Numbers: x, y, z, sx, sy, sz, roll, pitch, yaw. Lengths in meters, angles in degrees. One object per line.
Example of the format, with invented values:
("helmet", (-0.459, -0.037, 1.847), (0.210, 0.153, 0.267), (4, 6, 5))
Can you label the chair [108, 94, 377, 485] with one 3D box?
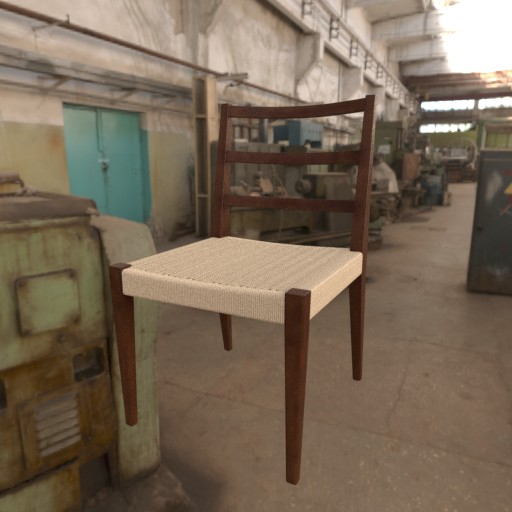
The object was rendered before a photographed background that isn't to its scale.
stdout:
("chair", (0.000, 0.000, 1.146), (0.480, 0.813, 0.551), (7, 15, 27))
